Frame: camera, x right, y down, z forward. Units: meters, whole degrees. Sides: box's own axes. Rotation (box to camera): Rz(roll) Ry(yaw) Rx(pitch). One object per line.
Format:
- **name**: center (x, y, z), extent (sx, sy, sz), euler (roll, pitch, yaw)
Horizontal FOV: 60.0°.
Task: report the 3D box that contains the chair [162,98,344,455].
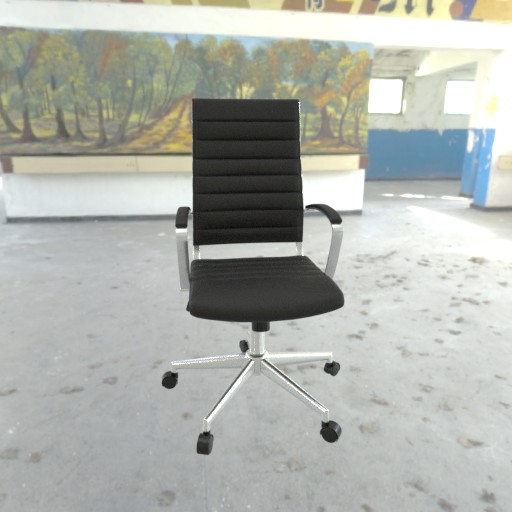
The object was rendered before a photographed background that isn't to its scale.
- **chair**: center (0.000, 0.000, 1.661), extent (0.766, 1.149, 0.739), euler (-2, 16, -7)
